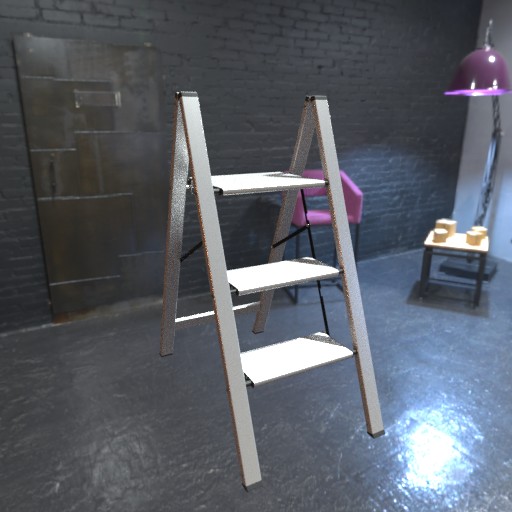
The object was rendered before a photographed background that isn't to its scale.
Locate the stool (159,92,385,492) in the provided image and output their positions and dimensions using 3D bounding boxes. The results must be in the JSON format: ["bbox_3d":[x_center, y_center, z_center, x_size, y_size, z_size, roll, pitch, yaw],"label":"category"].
[{"bbox_3d":[0.000,0.000,1.315,0.441,0.902,0.730,-9,19,-27],"label":"stool"}]
